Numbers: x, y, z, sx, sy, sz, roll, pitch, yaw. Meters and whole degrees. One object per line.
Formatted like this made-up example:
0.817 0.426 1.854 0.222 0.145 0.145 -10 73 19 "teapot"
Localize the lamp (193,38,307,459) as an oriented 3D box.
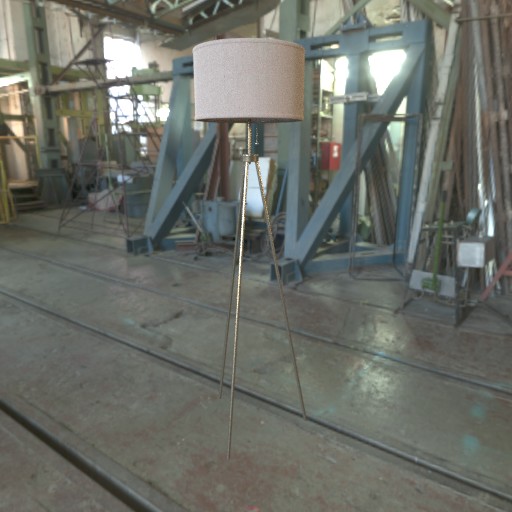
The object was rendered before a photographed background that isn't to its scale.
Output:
0.000 0.000 1.808 0.460 1.545 0.449 -2 14 -8 "lamp"
